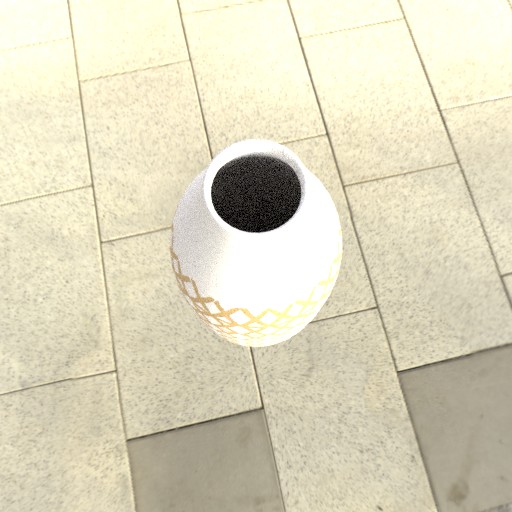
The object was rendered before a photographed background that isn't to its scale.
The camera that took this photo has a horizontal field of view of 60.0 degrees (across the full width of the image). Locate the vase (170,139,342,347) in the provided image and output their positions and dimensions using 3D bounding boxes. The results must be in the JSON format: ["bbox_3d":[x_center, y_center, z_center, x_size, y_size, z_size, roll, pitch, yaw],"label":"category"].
[{"bbox_3d":[0.000,0.000,0.492,0.186,0.380,0.186,0,75,0],"label":"vase"}]
